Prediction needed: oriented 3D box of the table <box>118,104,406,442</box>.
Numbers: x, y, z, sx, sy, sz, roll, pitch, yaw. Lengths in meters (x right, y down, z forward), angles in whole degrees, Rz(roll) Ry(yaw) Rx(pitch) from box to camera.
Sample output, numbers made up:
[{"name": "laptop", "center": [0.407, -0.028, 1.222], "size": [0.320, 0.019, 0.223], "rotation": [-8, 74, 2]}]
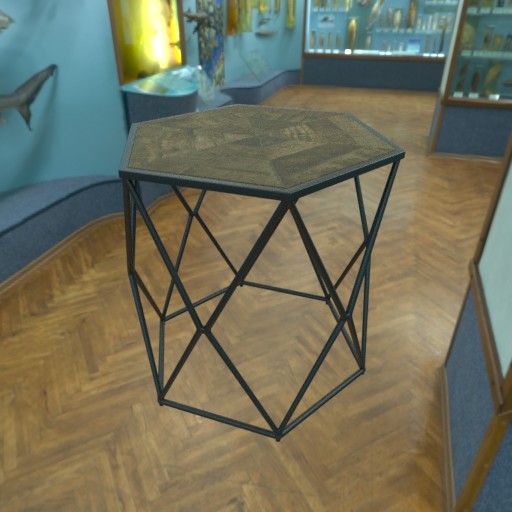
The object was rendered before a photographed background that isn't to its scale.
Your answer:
[{"name": "table", "center": [0.000, 0.000, 1.034], "size": [0.578, 0.564, 0.579], "rotation": [10, 32, 17]}]
